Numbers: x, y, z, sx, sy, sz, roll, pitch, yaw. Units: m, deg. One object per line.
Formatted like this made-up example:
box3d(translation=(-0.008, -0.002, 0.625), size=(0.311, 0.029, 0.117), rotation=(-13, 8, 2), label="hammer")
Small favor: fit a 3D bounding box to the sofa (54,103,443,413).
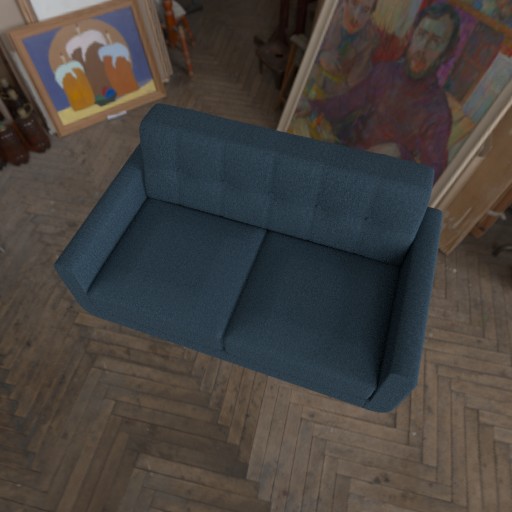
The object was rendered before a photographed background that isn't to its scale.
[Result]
box3d(translation=(0.000, 0.000, 2.221), size=(1.651, 0.896, 0.942), rotation=(16, 58, 11), label="sofa")
